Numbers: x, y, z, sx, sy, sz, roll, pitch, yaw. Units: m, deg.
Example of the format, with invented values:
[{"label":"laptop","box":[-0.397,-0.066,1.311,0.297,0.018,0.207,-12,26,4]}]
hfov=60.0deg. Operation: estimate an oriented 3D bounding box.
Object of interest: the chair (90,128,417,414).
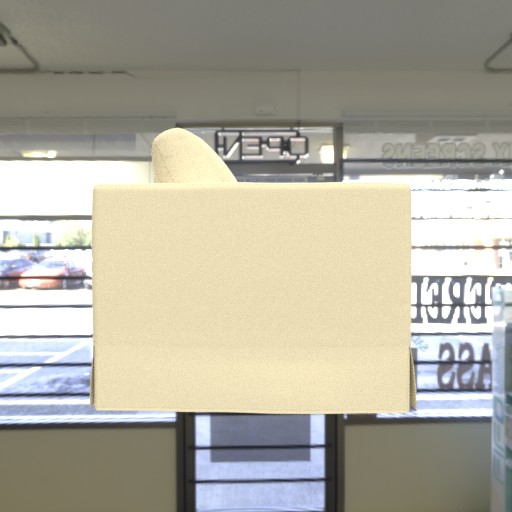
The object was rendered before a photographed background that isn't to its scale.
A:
[{"label":"chair","box":[0.000,0.000,1.824,0.957,0.878,1.150,0,1,1]}]
